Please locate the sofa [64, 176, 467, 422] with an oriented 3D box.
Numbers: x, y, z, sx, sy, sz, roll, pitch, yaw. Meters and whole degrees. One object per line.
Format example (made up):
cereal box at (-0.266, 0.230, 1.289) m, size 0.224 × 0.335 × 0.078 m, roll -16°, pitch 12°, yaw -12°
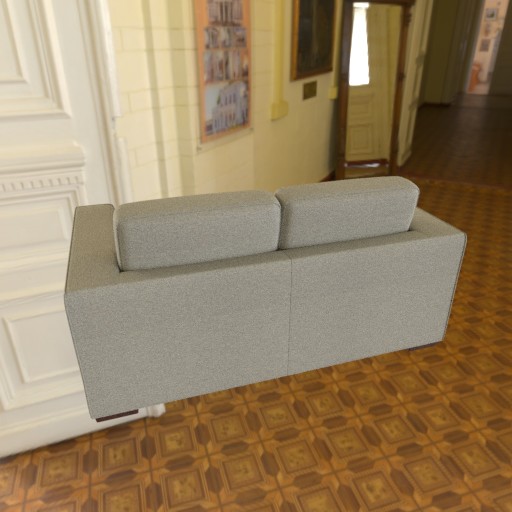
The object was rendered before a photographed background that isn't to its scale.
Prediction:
sofa at (0.000, 0.000, 2.392) m, size 1.812 × 0.924 × 1.007 m, roll -8°, pitch 28°, yaw -16°
